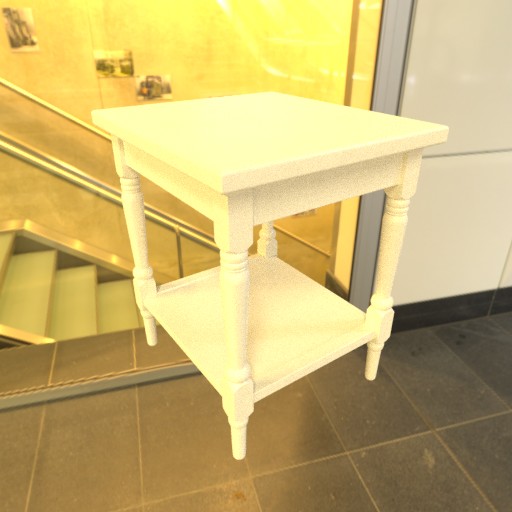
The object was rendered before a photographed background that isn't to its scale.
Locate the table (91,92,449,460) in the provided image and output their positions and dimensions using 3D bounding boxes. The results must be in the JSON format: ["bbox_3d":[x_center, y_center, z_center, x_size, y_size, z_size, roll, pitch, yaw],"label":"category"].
[{"bbox_3d":[0.000,0.000,0.929,0.442,0.565,0.488,-18,33,-31],"label":"table"}]
